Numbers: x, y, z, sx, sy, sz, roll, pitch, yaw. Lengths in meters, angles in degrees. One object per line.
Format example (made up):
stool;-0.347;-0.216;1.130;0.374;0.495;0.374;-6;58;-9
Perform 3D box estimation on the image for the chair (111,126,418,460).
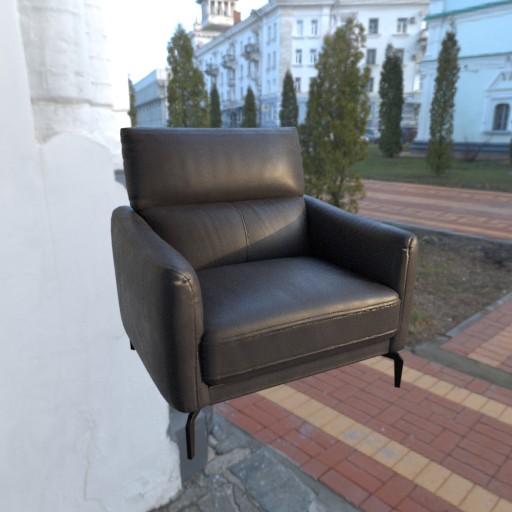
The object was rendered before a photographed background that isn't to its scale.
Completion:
chair;0.000;0.000;1.683;0.976;0.949;0.809;-8;18;-26
